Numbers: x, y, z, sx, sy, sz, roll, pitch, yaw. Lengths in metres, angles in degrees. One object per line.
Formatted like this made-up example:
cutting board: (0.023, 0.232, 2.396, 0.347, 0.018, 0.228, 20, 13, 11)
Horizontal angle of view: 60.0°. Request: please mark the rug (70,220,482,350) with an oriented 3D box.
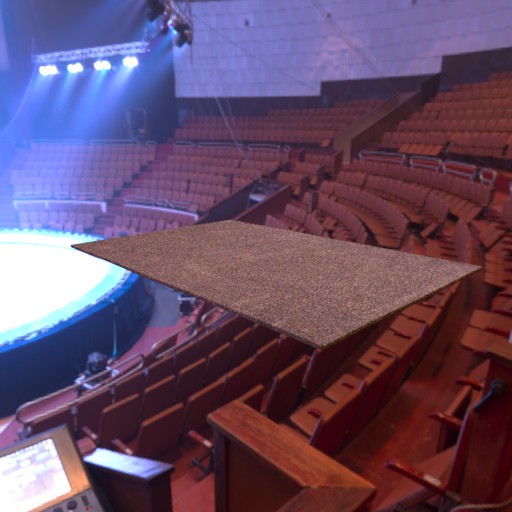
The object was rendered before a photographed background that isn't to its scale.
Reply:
rug: (0.000, 0.000, 3.433, 1.802, 0.026, 2.699, -13, 20, -42)
